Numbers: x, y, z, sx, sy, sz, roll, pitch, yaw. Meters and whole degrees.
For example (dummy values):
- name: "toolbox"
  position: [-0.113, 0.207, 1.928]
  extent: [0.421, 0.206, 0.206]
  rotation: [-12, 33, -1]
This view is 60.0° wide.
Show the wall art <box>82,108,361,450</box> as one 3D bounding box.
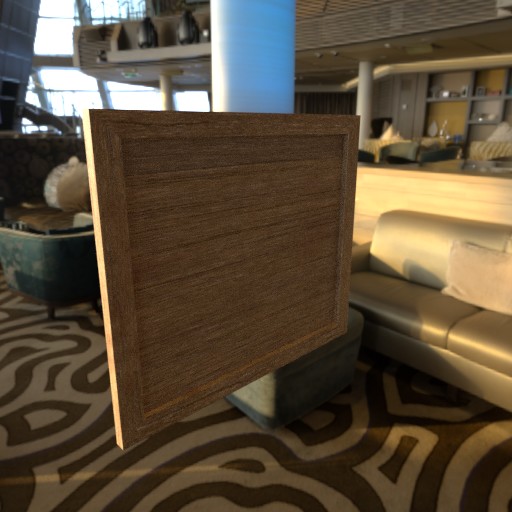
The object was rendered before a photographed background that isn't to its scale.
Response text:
- name: "wall art"
  position: [0.000, 0.000, 0.957]
  extent: [0.690, 0.588, 0.026]
  rotation: [-15, 22, -42]
